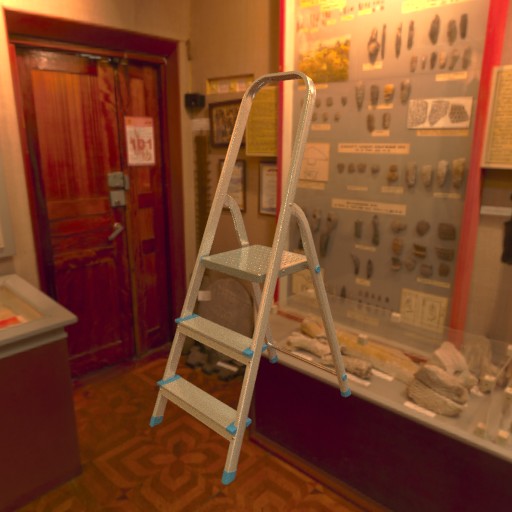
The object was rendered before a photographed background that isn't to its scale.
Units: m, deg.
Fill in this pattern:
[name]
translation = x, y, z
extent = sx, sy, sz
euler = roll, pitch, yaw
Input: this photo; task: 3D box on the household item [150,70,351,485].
[household item]
translation = 0.000, 0.000, 1.548
extent = 0.420, 1.215, 0.687
euler = 14, 21, 42
